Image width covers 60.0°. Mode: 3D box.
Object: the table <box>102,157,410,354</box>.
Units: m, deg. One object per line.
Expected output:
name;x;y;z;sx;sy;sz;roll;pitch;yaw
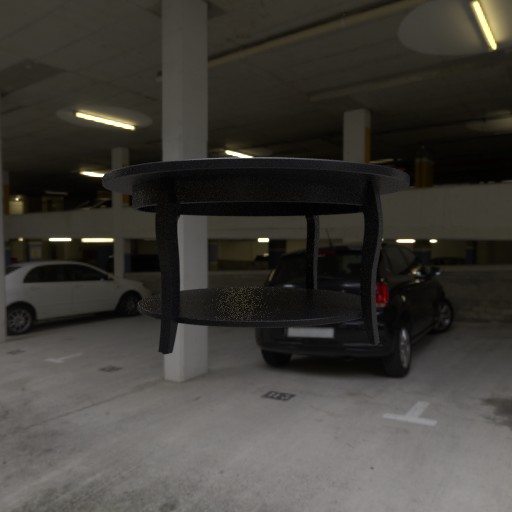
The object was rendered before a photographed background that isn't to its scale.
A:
table;0.000;0.000;1.403;0.914;0.457;0.914;0;2;0
